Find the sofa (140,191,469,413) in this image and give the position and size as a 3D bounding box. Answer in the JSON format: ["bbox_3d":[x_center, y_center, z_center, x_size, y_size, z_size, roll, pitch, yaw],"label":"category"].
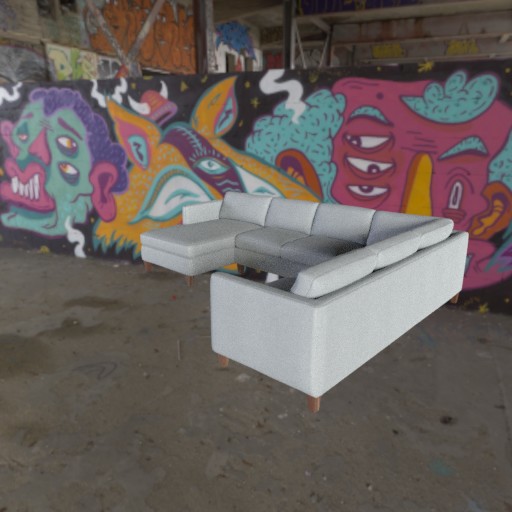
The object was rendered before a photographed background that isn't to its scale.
[{"bbox_3d":[0.000,0.000,4.418,3.238,0.853,2.551,14,21,40],"label":"sofa"}]
